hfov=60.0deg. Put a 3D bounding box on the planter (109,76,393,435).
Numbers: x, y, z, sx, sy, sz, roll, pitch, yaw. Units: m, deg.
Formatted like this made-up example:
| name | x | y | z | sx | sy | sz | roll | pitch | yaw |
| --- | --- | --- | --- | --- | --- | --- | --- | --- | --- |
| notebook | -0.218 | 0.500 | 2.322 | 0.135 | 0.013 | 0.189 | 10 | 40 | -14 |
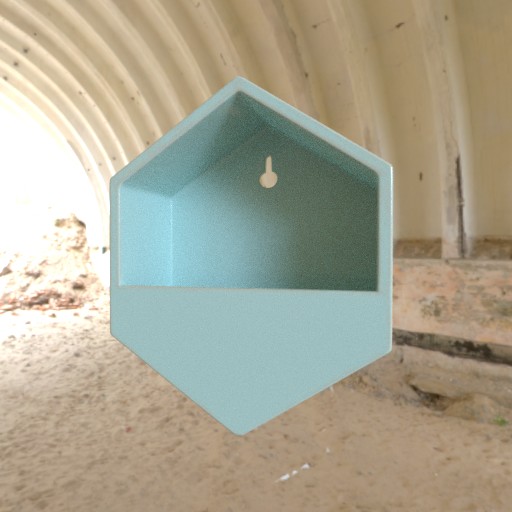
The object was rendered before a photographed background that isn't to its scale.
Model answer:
| name | x | y | z | sx | sy | sz | roll | pitch | yaw |
| --- | --- | --- | --- | --- | --- | --- | --- | --- | --- |
| planter | 0.000 | 0.000 | 0.290 | 0.169 | 0.207 | 0.078 | 0 | 1 | 16 |
